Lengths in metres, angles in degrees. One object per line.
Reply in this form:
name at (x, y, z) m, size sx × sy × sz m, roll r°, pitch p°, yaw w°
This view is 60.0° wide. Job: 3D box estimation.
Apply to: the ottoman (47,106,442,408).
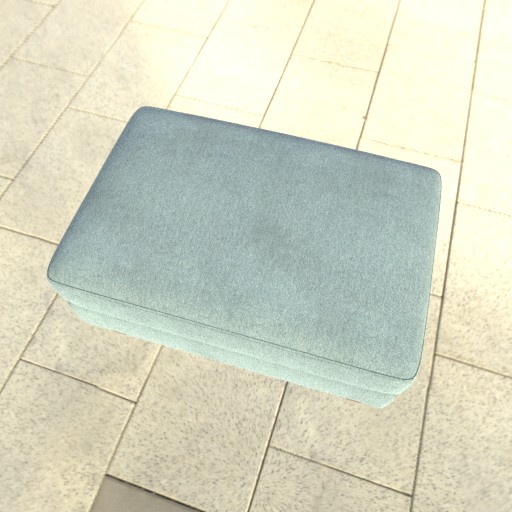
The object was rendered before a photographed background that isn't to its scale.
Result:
ottoman at (0.000, 0.000, 1.218) m, size 0.864 × 0.483 × 0.584 m, roll 14°, pitch 63°, yaw 7°
